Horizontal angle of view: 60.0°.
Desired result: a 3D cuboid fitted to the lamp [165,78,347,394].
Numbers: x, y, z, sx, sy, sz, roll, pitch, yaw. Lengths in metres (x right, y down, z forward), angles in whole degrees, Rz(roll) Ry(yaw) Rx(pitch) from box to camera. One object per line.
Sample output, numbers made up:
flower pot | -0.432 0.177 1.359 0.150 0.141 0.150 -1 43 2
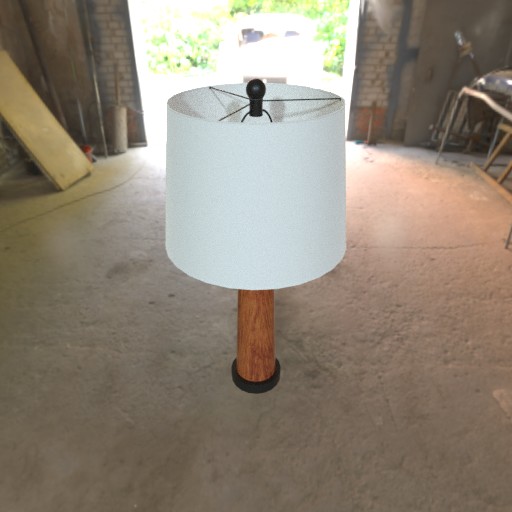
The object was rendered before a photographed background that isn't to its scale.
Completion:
lamp | 0.000 0.000 0.885 0.349 0.667 0.349 0 32 0
